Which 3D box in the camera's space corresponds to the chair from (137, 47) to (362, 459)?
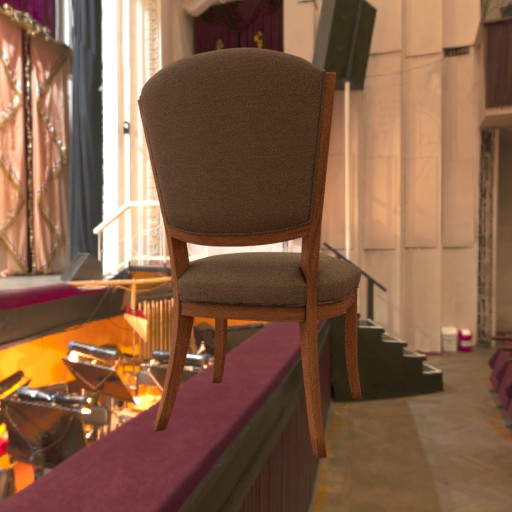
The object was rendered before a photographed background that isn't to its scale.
[{"bbox_3d":[0.000,0.000,1.224,0.513,0.905,0.584,0,1,20],"label":"chair"}]
